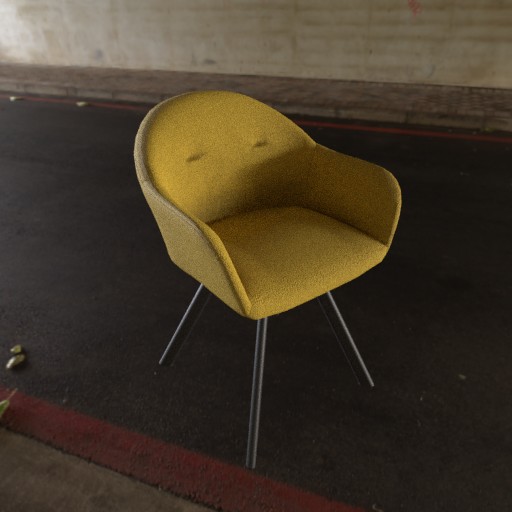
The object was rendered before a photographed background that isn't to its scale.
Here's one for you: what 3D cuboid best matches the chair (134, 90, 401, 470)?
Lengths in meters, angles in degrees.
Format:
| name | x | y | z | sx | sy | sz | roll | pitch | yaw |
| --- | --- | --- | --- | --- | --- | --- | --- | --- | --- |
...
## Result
| name | x | y | z | sx | sy | sz | roll | pitch | yaw |
| --- | --- | --- | --- | --- | --- | --- | --- | --- | --- |
| chair | 0.000 | 0.000 | 1.189 | 0.545 | 0.775 | 0.565 | -20 | 35 | -31 |
